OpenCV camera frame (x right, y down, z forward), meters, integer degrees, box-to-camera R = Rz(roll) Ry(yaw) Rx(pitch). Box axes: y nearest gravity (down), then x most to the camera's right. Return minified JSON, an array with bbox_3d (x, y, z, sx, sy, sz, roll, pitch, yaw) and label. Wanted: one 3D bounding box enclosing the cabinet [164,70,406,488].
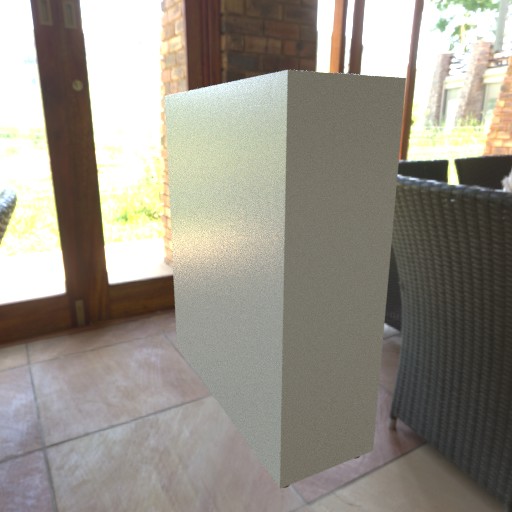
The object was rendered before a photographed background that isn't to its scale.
[{"bbox_3d":[0.000,0.000,1.627,0.348,1.150,0.990,-8,18,-26],"label":"cabinet"}]
